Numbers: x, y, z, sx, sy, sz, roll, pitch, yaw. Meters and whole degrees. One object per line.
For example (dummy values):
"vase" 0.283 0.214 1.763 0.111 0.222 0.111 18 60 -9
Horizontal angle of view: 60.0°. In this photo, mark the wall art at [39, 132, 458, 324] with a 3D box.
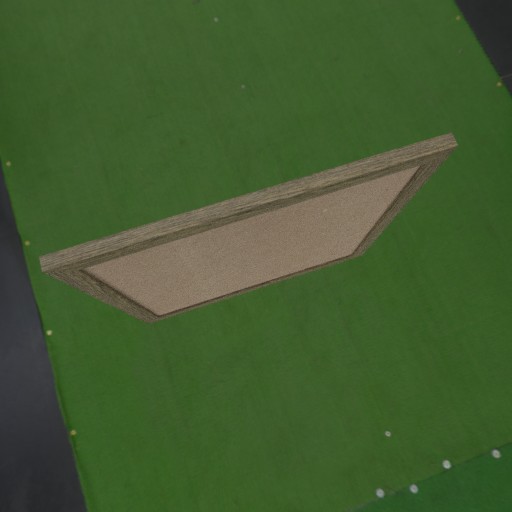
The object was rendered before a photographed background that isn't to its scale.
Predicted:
"wall art" 0.000 0.000 0.762 0.508 0.508 0.019 -17 76 -5
